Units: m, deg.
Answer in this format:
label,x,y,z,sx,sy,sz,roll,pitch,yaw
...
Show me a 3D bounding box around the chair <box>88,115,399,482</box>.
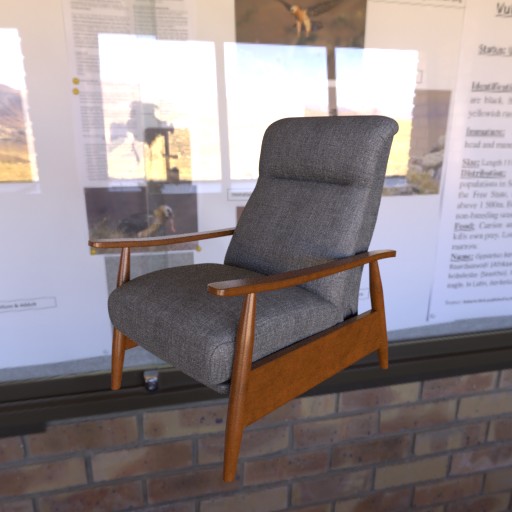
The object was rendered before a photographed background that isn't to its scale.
label,x,y,z,sx,sy,sz,roll,pitch,yaw
chair,0.000,0.000,1.767,0.762,1.082,1.030,15,22,43
